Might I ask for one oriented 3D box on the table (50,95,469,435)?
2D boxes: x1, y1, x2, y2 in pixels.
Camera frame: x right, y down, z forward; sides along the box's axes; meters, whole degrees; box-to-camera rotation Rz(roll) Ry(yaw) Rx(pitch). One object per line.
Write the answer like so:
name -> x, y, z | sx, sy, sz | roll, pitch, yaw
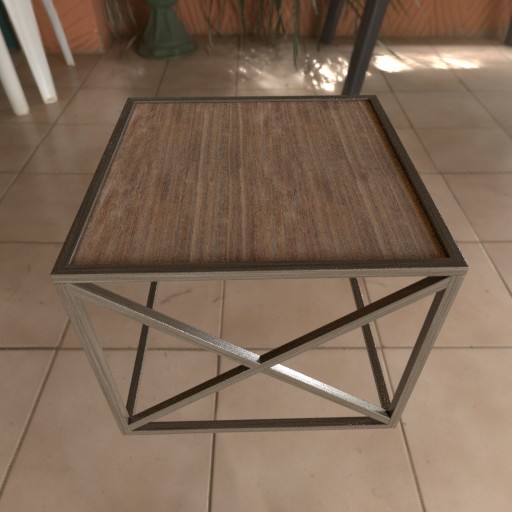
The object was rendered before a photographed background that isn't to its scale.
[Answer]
table -> 0.000, 0.000, 1.039 | 0.611, 0.507, 0.609 | -1, 43, -1
